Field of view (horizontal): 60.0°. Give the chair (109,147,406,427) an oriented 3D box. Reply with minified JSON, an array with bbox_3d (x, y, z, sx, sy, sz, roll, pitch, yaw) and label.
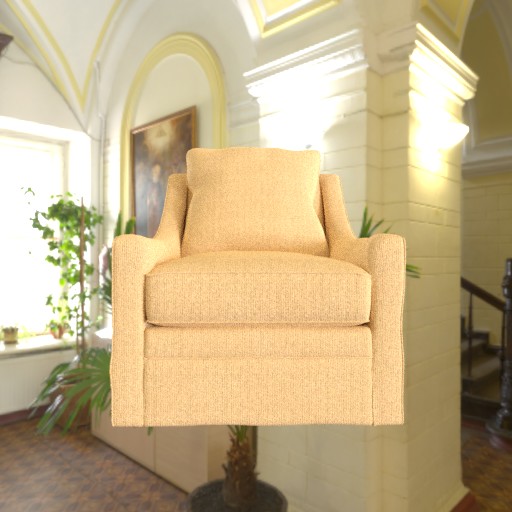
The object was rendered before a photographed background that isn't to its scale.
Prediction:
[{"bbox_3d":[0.000,0.000,1.558,0.760,0.927,0.876,0,0,-1],"label":"chair"}]
